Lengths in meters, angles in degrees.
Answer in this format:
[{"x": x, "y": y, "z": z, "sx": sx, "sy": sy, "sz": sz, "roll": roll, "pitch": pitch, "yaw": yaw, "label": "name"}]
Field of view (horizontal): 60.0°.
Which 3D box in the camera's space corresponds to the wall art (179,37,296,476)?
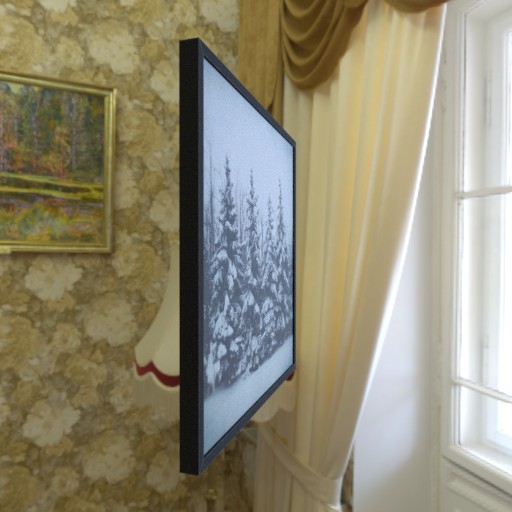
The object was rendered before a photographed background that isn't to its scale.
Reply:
[{"x": 0.000, "y": 0.000, "z": 1.136, "sx": 0.037, "sy": 0.761, "sz": 0.761, "roll": 0, "pitch": 0, "yaw": 18, "label": "wall art"}]
